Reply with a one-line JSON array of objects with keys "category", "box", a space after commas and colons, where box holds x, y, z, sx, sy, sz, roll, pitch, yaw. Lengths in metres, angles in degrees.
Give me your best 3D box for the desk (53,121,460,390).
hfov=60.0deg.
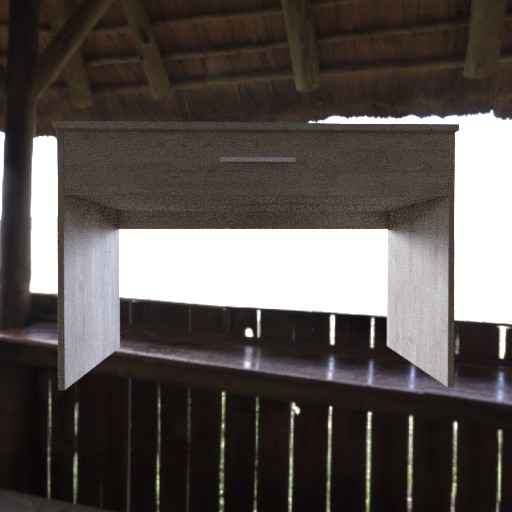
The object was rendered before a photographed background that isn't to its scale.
[{"category": "desk", "box": [0.000, 0.000, 1.481, 1.100, 0.730, 0.560, 0, 1, -1]}]
